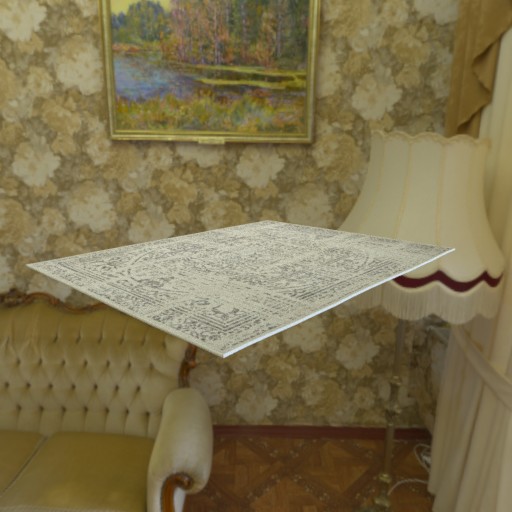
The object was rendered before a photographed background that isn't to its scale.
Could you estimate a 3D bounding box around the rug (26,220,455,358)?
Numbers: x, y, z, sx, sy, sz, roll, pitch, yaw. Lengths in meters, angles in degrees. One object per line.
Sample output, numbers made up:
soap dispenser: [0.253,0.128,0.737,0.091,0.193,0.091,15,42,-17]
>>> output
rug: [0.000,0.000,3.793,2.311,0.032,2.921,13,19,41]
